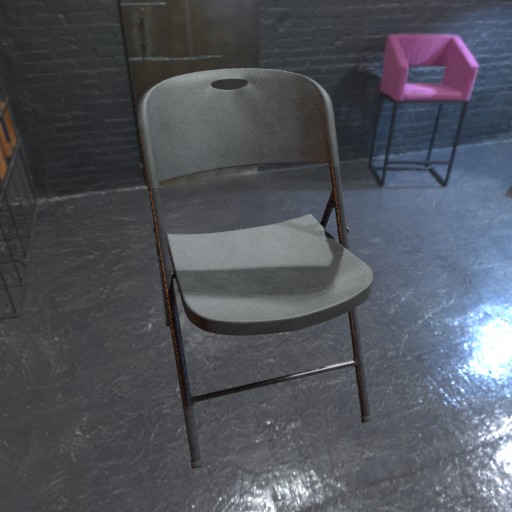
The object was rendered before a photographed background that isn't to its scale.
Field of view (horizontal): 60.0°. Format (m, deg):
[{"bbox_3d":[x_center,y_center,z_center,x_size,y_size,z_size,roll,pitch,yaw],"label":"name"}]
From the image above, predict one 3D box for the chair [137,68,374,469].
[{"bbox_3d":[0.000,0.000,1.144,0.494,0.810,0.566,-9,34,-14],"label":"chair"}]
